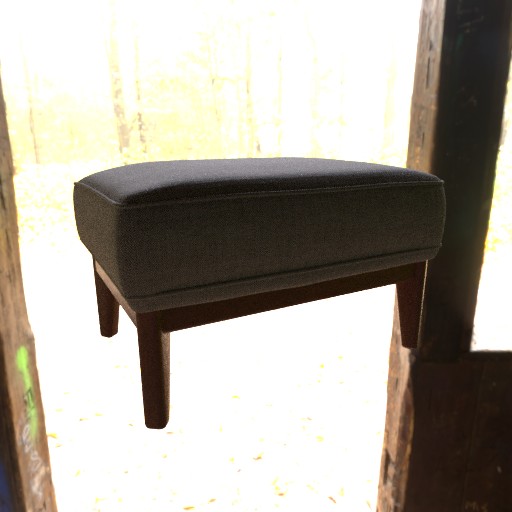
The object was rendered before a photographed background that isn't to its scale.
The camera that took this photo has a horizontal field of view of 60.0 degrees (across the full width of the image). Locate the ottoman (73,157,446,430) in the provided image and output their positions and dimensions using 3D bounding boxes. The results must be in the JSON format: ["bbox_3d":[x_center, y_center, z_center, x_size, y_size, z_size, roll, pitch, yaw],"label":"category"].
[{"bbox_3d":[0.000,0.000,1.075,0.750,0.458,0.555,-8,17,-28],"label":"ottoman"}]
